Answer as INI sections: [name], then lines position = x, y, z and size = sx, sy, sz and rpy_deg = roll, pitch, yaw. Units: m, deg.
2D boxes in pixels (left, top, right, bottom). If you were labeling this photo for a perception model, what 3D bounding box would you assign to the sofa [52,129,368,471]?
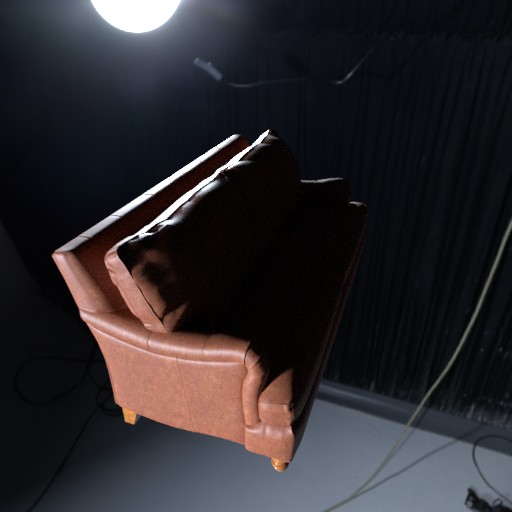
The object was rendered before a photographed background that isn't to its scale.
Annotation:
[sofa]
position = 0.000, 0.000, 2.771
size = 1.147, 1.071, 2.144
rpy_deg = 10, 32, 17
